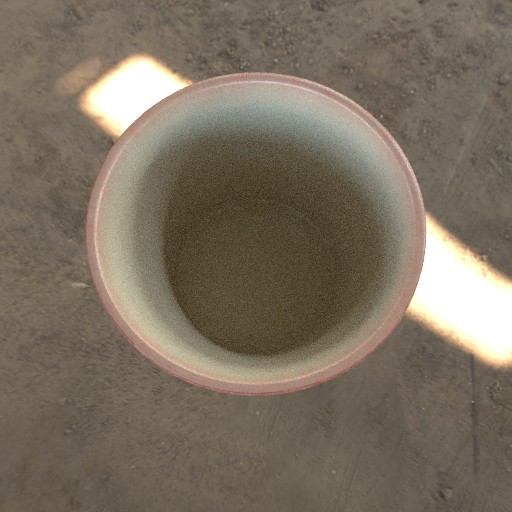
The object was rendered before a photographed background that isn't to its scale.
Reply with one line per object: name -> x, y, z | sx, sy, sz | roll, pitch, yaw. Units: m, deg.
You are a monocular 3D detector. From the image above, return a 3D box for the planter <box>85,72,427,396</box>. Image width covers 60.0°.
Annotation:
planter -> 0.000, 0.000, 0.468 | 0.273, 0.237, 0.273 | 0, 75, 0
